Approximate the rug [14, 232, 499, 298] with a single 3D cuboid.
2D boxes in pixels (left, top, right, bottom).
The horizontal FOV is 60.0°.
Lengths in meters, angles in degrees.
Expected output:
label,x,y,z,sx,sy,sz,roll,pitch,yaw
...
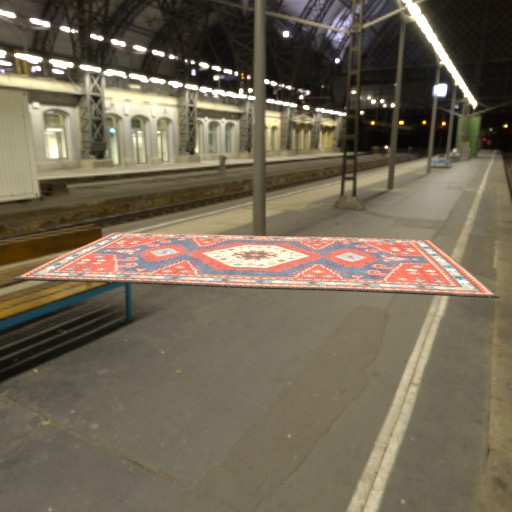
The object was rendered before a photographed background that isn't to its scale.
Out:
label,x,y,z,sx,sy,sz,roll,pitch,yaw
rug,0.000,0.000,3.478,3.032,0.034,1.522,2,15,7
